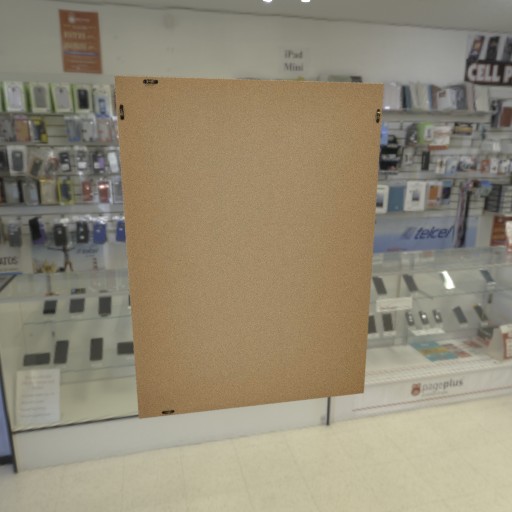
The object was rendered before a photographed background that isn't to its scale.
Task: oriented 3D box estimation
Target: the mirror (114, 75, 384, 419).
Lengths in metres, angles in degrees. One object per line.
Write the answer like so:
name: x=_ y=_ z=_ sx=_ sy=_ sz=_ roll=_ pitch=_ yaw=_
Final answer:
mirror: x=0.000 y=0.000 z=1.367 sx=0.762 sy=1.016 sz=0.040 roll=-3 pitch=14 yaw=-11
